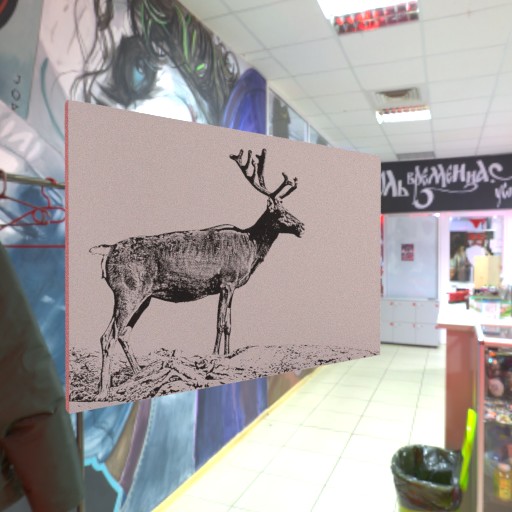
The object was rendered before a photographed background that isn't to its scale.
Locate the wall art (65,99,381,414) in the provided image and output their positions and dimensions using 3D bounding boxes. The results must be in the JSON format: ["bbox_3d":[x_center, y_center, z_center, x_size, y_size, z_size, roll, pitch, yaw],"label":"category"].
[{"bbox_3d":[0.000,0.000,1.134,0.906,0.617,0.033,0,1,-34],"label":"wall art"}]
